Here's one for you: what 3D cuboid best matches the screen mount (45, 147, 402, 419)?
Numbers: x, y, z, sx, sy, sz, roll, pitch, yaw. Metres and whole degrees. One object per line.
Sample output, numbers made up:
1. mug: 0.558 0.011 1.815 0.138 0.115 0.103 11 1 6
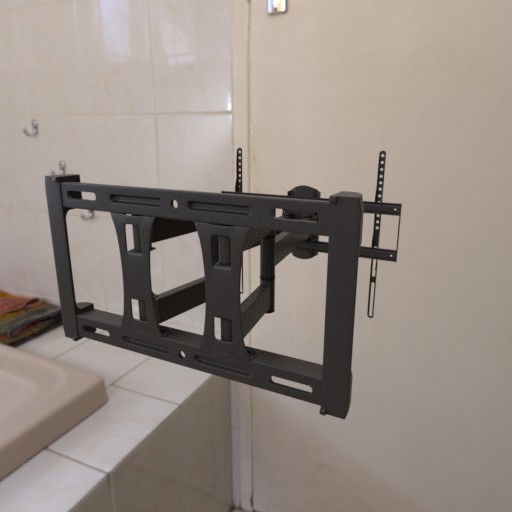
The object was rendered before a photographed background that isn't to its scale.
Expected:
1. screen mount: 0.000 0.000 0.945 0.571 0.424 0.556 8 18 26
